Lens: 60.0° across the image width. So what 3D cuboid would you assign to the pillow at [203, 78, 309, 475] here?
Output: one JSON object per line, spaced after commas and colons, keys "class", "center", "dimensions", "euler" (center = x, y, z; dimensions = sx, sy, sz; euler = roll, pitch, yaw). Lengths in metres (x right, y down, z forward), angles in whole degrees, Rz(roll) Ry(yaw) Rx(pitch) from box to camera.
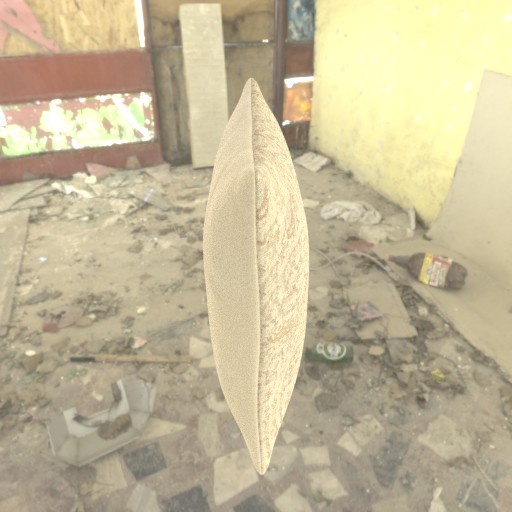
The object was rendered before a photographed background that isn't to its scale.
{"class": "pillow", "center": [0.000, 0.000, 0.794], "dimensions": [0.166, 0.510, 0.523], "euler": [-1, 32, -1]}
